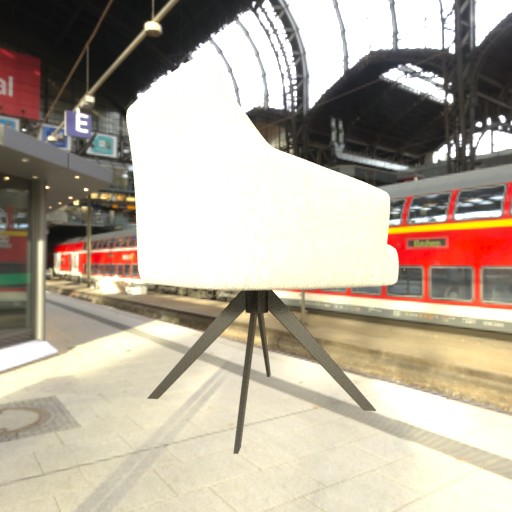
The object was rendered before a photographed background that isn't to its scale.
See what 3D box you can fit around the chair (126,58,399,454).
[{"bbox_3d":[0.000,0.000,1.312,0.677,0.874,0.642,0,-1,-36],"label":"chair"}]
